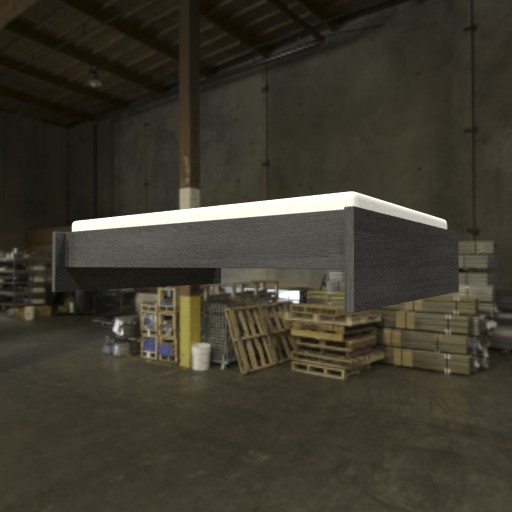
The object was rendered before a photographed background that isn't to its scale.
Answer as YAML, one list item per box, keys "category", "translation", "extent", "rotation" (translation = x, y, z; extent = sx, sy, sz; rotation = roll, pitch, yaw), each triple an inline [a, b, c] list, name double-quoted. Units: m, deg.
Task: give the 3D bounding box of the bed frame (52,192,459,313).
- category: "bed frame"
  translation: [0.000, 0.000, 2.676]
  extent: [1.950, 0.432, 1.490]
  rotation: [-1, -1, 37]
